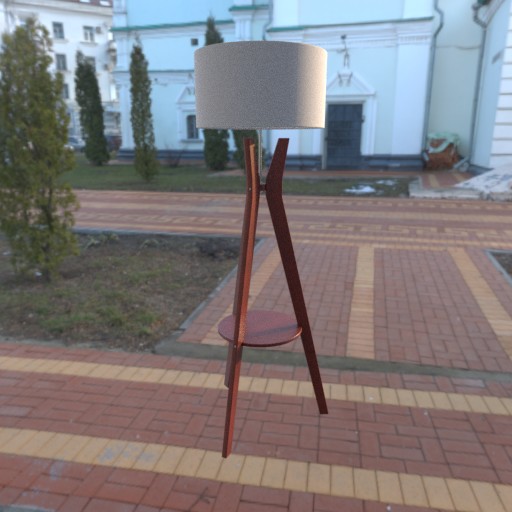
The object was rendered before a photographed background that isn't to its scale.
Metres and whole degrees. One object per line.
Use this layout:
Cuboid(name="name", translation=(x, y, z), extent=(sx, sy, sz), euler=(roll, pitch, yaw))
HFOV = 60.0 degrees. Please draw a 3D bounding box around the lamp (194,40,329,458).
Cuboid(name="lamp", translation=(0.000, 0.000, 1.742), extent=(0.539, 1.472, 0.542), euler=(7, 17, 26))
